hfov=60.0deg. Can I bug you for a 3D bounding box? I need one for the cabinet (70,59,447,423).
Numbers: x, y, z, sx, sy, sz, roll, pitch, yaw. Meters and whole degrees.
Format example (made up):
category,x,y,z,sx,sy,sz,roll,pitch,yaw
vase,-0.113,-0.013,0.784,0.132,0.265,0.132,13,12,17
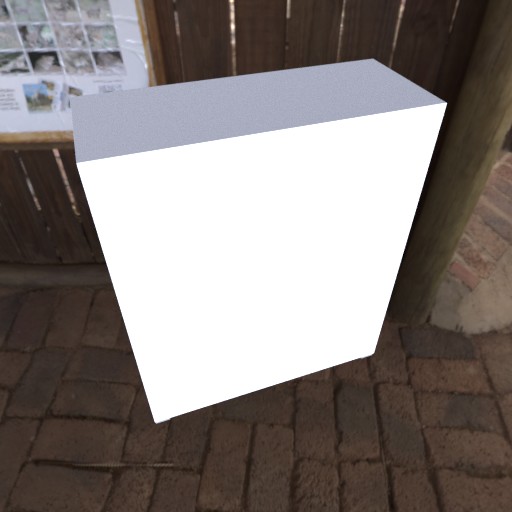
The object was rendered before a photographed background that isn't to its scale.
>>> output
category,x,y,z,sx,sy,sz,roll,pitch,yaw
cabinet,0.000,0.000,1.659,1.000,1.190,0.400,-13,43,-15
